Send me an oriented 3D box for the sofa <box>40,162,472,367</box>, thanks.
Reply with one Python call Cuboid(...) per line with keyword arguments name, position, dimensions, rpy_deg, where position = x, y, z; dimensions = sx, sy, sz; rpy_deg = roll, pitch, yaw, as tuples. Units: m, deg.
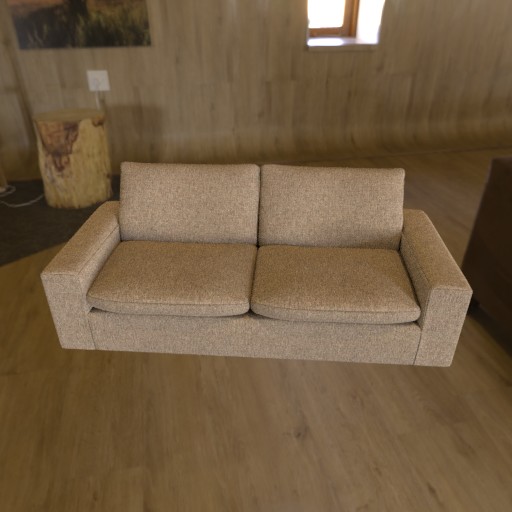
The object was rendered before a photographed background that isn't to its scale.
Cuboid(name="sofa", position=(0.000, 0.000, 2.775), dimensions=(2.299, 0.922, 1.040), rpy_deg=(2, 31, 3))
